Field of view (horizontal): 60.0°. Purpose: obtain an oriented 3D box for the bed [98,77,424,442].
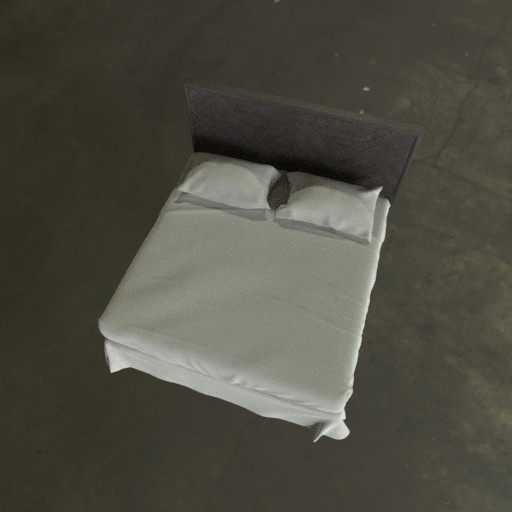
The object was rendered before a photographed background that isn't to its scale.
[{"bbox_3d":[0.000,0.000,2.934,1.772,1.142,1.785,16,59,10],"label":"bed"}]
